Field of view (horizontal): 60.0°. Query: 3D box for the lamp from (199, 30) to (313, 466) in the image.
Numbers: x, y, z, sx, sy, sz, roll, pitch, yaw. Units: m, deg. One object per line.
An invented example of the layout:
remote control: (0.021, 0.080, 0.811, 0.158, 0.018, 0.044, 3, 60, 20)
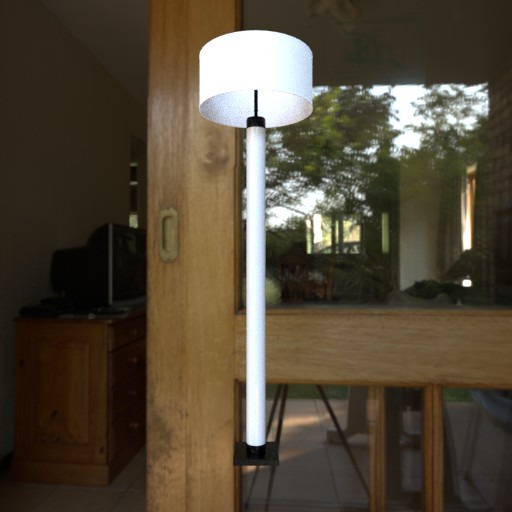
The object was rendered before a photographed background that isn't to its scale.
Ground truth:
lamp: (0.000, 0.000, 1.637, 0.420, 1.475, 0.420, 0, -1, 0)
